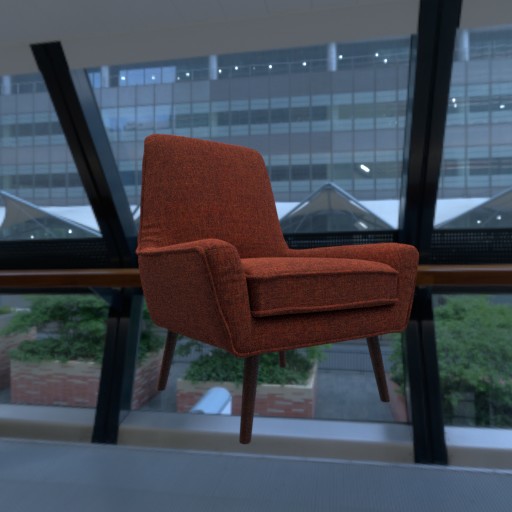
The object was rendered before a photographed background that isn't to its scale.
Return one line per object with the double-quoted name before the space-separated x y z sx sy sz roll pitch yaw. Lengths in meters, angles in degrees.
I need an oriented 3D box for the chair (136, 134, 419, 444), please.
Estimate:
"chair" 0.000 0.000 1.511 0.803 0.911 0.784 0 0 -35
